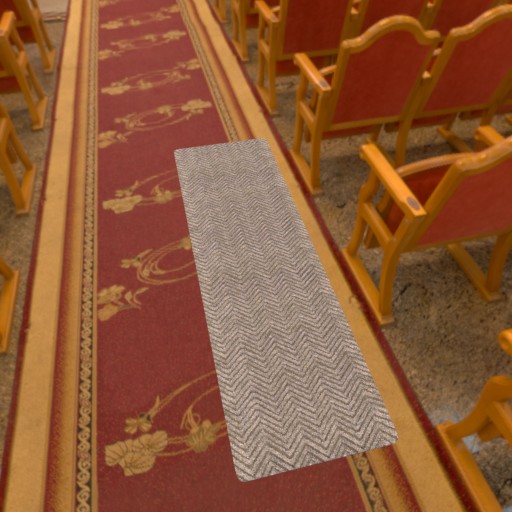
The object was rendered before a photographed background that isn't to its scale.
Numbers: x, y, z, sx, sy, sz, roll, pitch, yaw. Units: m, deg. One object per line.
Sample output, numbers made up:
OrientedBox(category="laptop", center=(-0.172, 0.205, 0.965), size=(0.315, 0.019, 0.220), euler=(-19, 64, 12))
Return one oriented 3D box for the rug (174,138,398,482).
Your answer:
OrientedBox(category="rug", center=(0.000, 0.000, 2.520), size=(0.686, 0.008, 2.286), euler=(-10, 49, -9))
